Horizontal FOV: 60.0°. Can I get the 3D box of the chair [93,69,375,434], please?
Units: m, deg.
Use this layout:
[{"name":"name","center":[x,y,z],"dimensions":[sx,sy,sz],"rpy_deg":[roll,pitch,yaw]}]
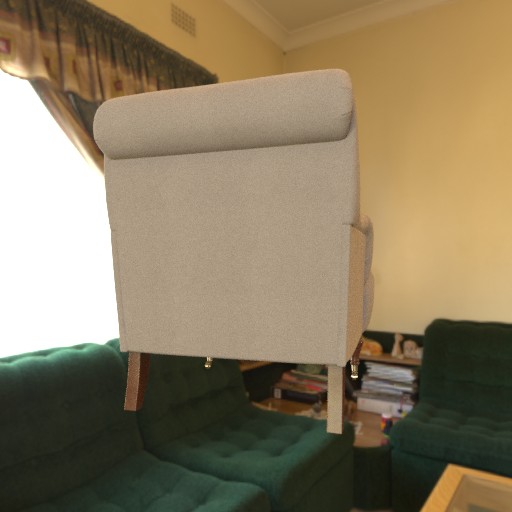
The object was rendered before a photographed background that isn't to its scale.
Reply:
[{"name":"chair","center":[0.000,0.000,1.535],"dimensions":[0.766,0.942,0.842],"rpy_deg":[0,-1,18]}]
